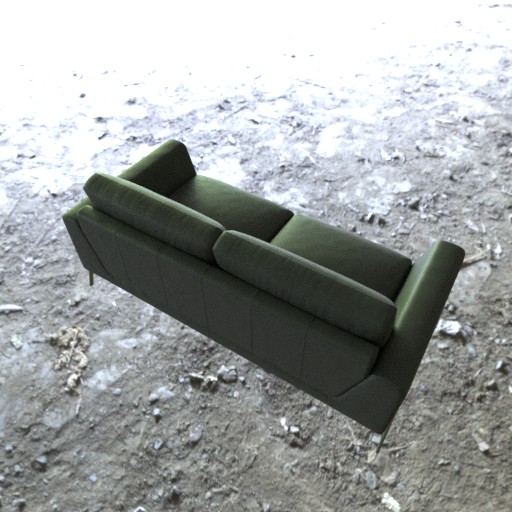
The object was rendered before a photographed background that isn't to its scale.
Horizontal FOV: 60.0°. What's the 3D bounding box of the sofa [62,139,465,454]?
[{"bbox_3d":[0.000,0.000,2.512,2.017,0.875,0.953,25,51,22],"label":"sofa"}]
